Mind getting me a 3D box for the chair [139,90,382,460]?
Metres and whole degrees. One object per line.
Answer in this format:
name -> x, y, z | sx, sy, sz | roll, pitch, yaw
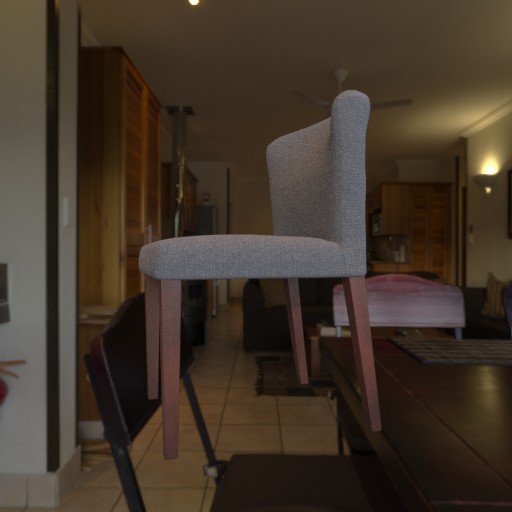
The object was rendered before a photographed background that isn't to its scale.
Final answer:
chair -> 0.000, 0.000, 1.198 | 0.589, 0.839, 0.491 | 0, 0, -18
